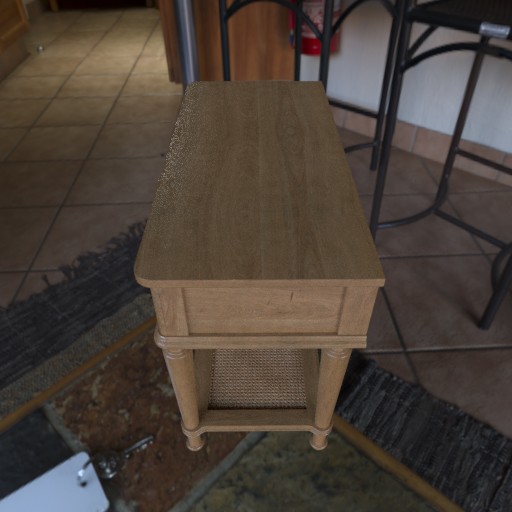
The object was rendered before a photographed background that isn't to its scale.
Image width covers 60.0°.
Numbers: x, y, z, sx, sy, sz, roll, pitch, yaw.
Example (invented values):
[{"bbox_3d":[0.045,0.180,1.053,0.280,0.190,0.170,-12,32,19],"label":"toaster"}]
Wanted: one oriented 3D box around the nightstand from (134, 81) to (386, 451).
[{"bbox_3d":[0.000,0.000,1.321,0.432,0.700,0.914,0,41,0],"label":"nightstand"}]
